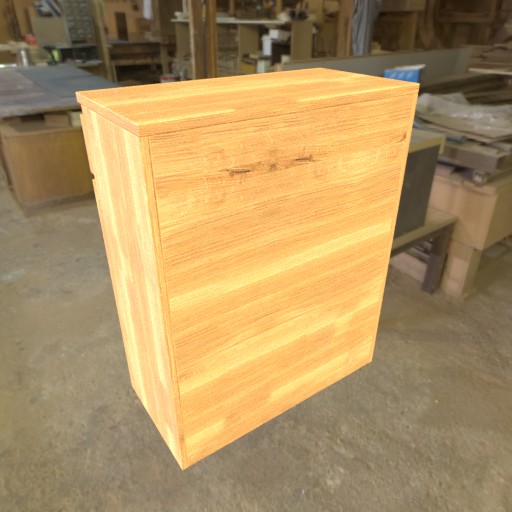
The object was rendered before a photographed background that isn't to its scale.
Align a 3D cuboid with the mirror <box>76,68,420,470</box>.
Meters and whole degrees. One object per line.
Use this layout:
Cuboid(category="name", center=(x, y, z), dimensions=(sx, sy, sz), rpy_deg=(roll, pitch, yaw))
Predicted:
Cuboid(category="mirror", center=(0.000, 0.000, 1.389), dimensions=(0.800, 1.000, 0.400), rpy_deg=(-19, 35, -30))
